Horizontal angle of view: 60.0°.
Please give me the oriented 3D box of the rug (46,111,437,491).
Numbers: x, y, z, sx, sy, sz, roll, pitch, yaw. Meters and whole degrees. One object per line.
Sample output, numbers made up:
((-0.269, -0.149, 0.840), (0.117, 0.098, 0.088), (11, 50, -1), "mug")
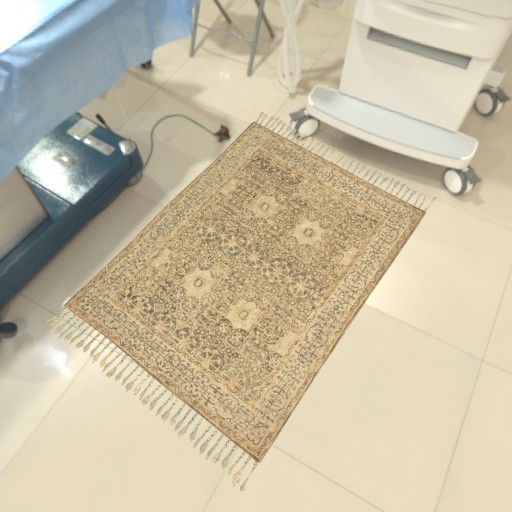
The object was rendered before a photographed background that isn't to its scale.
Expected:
((0.000, 0.000, 3.097), (1.619, 0.023, 2.465), (32, 65, 17), "rug")
